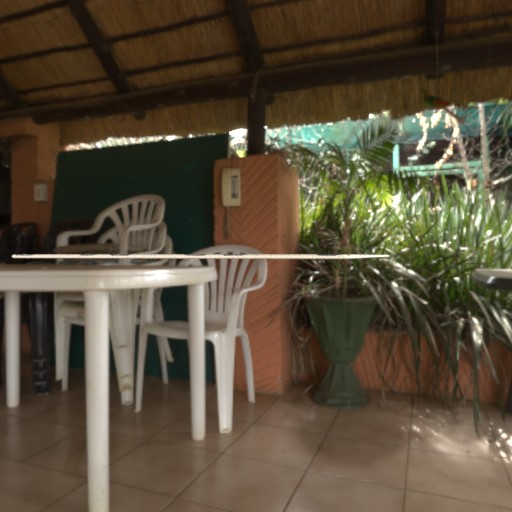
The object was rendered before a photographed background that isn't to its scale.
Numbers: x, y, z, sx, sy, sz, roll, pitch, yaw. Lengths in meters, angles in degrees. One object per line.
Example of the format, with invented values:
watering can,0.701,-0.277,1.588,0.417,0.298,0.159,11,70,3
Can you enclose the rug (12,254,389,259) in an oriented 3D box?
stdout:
rug,0.000,0.000,2.872,1.521,0.017,2.365,0,0,20
